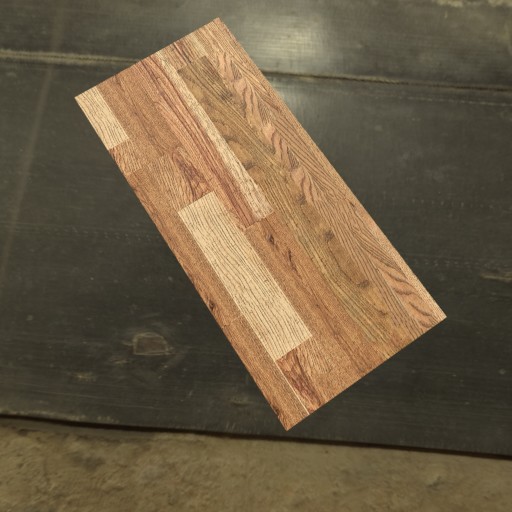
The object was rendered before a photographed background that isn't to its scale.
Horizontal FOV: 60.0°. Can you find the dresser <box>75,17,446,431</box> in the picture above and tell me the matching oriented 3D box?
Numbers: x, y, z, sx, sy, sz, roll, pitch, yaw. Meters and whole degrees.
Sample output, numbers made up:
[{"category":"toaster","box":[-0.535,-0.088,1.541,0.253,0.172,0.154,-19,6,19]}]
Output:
[{"category":"dresser","box":[0.000,0.000,1.678,0.480,1.243,0.966,-33,79,-7]}]
